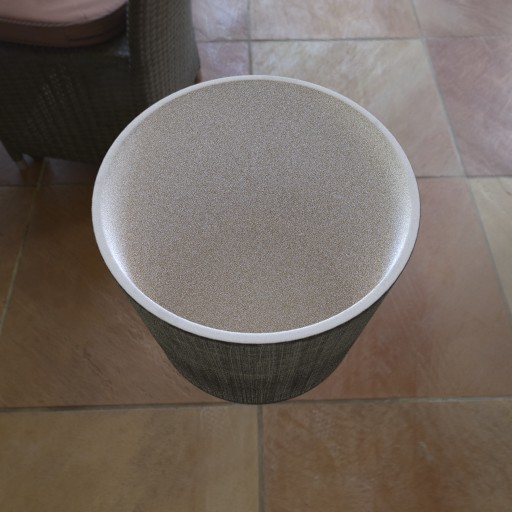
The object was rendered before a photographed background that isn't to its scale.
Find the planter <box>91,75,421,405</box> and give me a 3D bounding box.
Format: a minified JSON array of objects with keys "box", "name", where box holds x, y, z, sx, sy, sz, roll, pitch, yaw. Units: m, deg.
[{"box":[0.000,0.000,0.390,0.221,0.201,0.221,0,62,0],"name":"planter"}]
